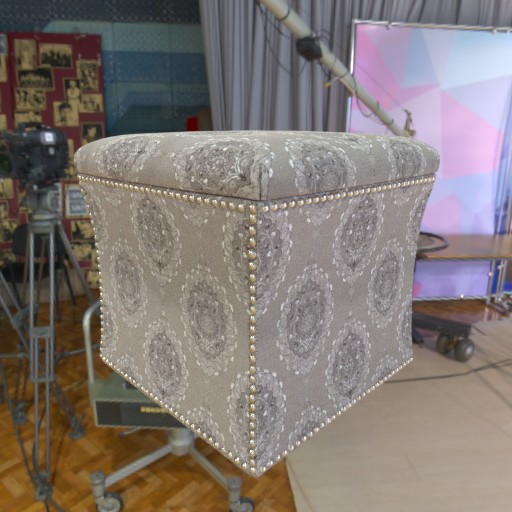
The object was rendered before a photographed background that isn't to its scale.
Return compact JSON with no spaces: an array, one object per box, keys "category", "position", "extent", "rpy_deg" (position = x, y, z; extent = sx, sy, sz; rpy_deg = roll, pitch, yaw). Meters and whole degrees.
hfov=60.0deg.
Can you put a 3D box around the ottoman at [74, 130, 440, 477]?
[{"category":"ottoman","position":[0.000,0.000,0.869],"extent":[0.497,0.473,0.507],"rpy_deg":[-15,22,-42]}]
